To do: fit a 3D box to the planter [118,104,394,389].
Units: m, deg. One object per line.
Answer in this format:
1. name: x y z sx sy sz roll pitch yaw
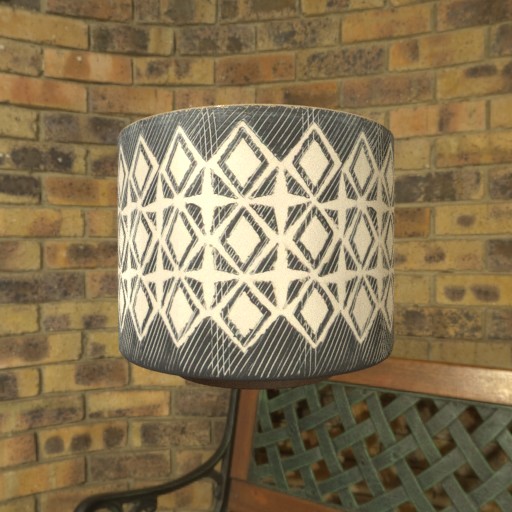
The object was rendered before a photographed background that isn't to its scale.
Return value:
1. planter: 0.000 0.000 0.213 0.126 0.104 0.126 0 1 0
